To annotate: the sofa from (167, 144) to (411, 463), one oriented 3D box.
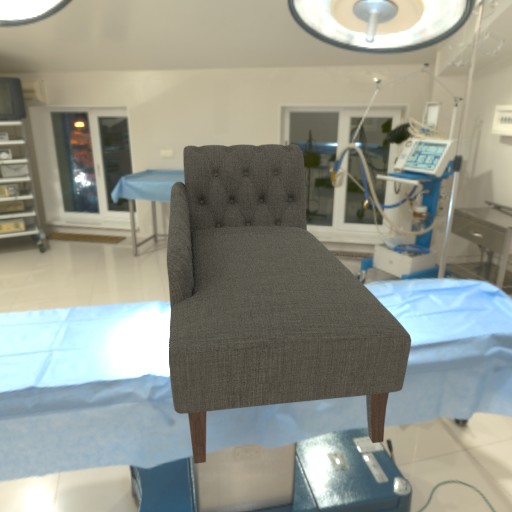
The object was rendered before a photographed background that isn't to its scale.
[{"bbox_3d":[0.000,0.000,1.805,0.675,0.787,1.379,-3,19,-8],"label":"sofa"}]
